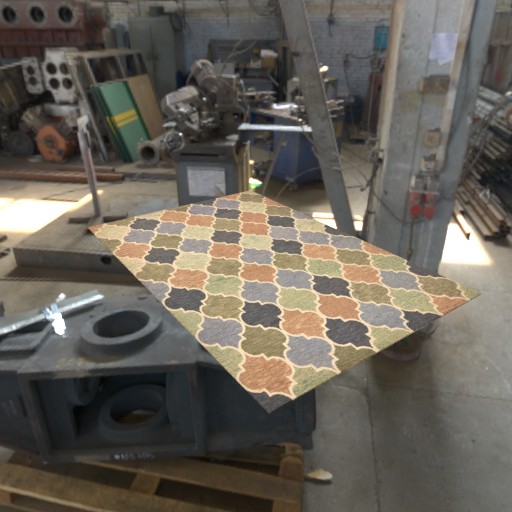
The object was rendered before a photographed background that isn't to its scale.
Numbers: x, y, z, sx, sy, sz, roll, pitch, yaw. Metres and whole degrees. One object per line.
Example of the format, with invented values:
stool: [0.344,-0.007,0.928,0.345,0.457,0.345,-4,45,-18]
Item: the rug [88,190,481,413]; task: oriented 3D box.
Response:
rug: [0.000,0.000,2.368,1.216,0.006,1.828,-18,32,-31]
